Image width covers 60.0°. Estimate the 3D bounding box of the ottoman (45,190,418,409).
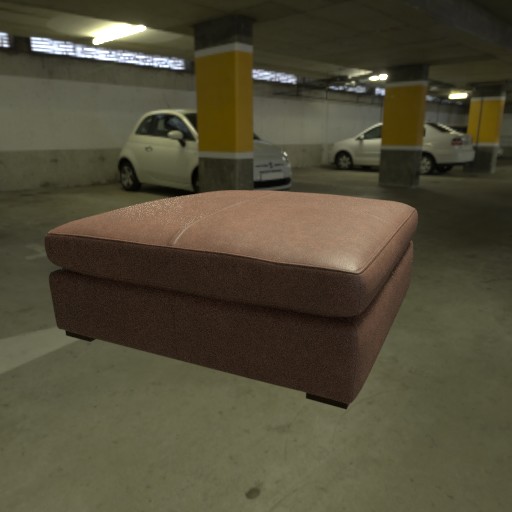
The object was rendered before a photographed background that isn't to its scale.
[{"bbox_3d":[0.000,0.000,1.852,1.168,0.490,1.168,7,17,25],"label":"ottoman"}]
